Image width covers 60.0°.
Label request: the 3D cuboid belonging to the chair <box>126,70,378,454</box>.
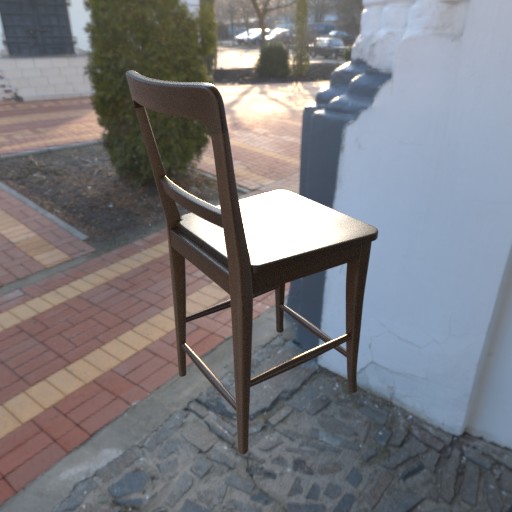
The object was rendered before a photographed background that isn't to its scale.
[{"bbox_3d":[0.000,0.000,1.282,0.546,0.991,0.450,-17,31,-30],"label":"chair"}]
